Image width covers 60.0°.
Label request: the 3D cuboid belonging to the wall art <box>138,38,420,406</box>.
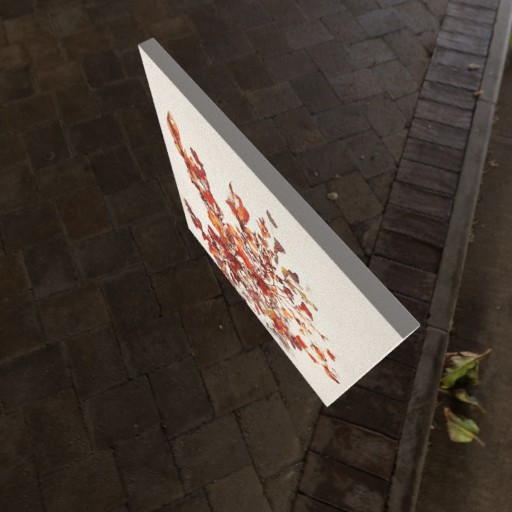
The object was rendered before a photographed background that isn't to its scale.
[{"bbox_3d":[0.000,0.000,1.482,0.049,1.009,1.009,-34,69,-15],"label":"wall art"}]
